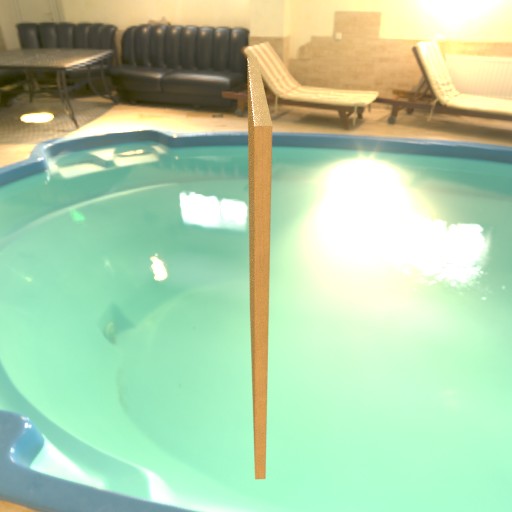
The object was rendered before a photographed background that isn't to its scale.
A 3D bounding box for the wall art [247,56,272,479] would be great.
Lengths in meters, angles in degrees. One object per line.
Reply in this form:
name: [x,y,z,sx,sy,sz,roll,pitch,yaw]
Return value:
wall art: [0.000,0.000,1.338,0.030,1.002,0.798,-1,32,-1]
